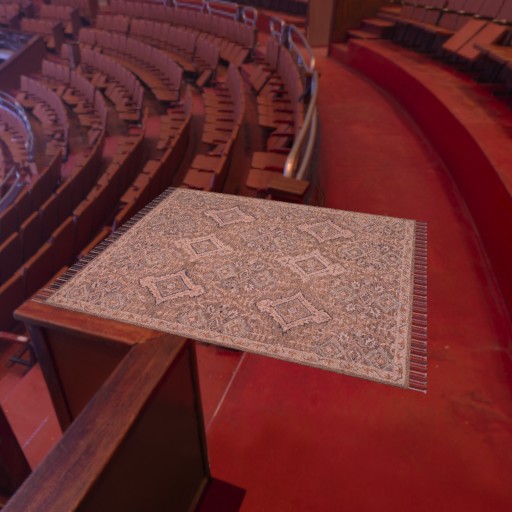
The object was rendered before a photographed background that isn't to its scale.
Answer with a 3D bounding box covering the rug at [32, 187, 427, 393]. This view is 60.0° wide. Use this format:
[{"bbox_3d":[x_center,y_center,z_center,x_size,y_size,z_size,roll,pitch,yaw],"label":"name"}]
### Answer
[{"bbox_3d":[0.000,0.000,4.173,3.056,0.010,2.437,10,33,15],"label":"rug"}]
